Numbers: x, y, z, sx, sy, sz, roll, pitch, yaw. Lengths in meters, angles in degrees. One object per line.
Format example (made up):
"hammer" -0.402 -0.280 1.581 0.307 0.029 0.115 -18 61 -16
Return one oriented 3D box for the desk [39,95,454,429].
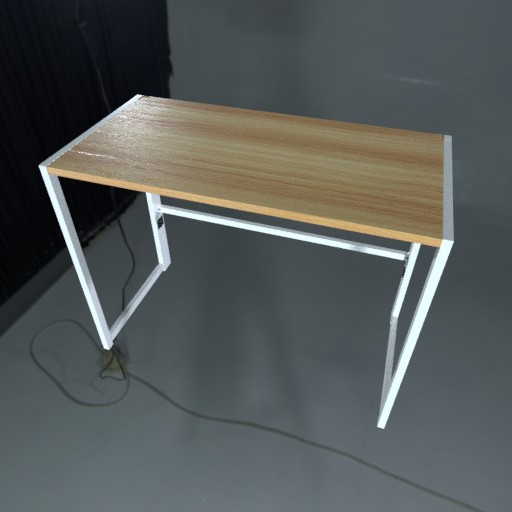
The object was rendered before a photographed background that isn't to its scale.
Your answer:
"desk" 0.000 0.000 1.452 1.016 0.762 0.508 12 42 14
